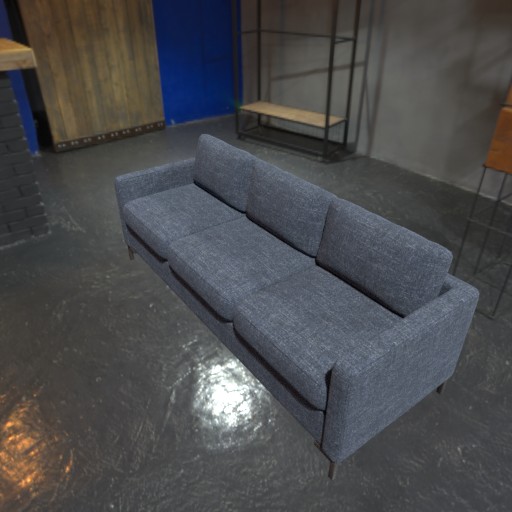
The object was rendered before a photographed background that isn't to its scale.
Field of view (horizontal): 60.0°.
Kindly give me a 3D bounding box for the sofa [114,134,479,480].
[{"bbox_3d":[0.000,0.000,2.609,0.859,0.874,2.218,-22,39,-30],"label":"sofa"}]
